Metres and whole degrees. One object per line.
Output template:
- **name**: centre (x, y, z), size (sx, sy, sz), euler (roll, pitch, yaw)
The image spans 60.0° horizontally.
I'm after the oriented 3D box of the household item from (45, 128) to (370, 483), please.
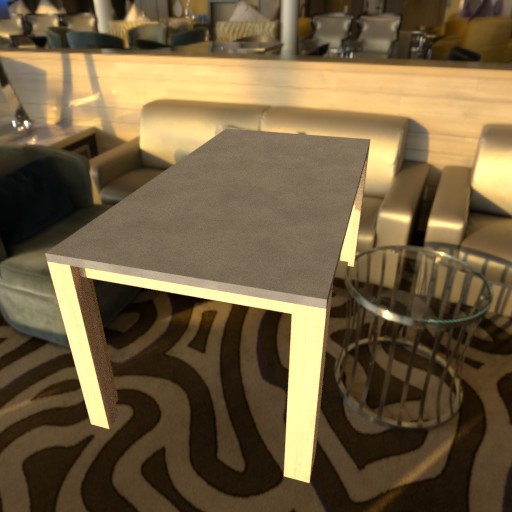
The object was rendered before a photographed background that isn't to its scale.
- **household item**: centre (0.000, 0.000, 2.082), size (0.850, 0.755, 1.600), euler (8, 31, 14)
